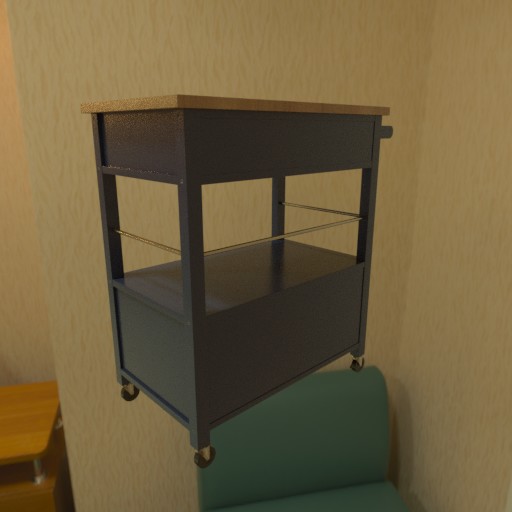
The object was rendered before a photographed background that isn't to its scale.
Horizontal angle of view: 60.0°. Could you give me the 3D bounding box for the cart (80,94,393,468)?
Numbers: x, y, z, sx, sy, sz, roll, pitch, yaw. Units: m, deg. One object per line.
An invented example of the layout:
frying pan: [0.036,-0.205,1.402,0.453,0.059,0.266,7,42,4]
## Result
cart: [0.000,0.000,1.403,0.840,0.901,0.459,-14,21,-41]
